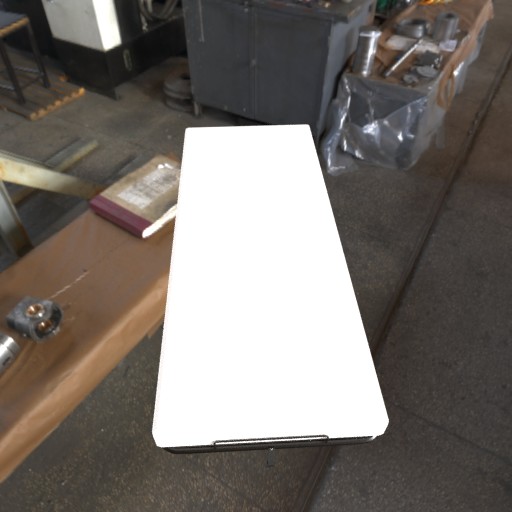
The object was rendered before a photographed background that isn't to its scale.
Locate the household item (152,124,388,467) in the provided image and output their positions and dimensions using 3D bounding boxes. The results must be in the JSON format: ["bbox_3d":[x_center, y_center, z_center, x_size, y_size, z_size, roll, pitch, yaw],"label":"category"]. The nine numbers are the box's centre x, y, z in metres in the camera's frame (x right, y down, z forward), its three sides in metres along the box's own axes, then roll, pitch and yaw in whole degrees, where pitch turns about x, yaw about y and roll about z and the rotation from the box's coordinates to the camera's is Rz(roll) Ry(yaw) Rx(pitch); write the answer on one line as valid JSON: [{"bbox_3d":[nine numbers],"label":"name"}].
[{"bbox_3d":[0.000,0.000,2.149,0.787,0.356,1.905,-2,46,-2],"label":"household item"}]
